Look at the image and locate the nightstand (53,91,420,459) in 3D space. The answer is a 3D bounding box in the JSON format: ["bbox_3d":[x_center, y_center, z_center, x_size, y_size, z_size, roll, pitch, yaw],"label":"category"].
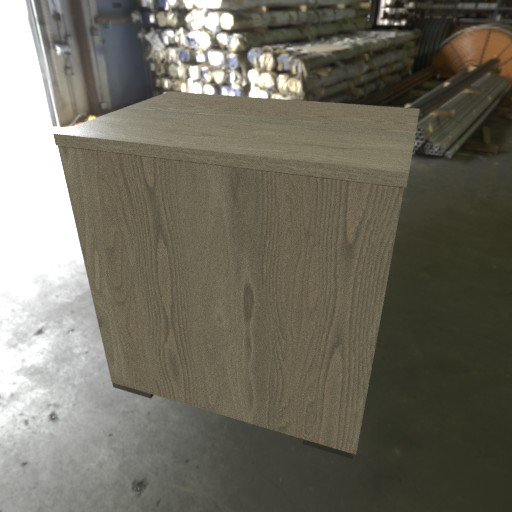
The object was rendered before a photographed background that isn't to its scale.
[{"bbox_3d":[0.000,0.000,0.758,0.442,0.461,0.325,10,32,17],"label":"nightstand"}]
